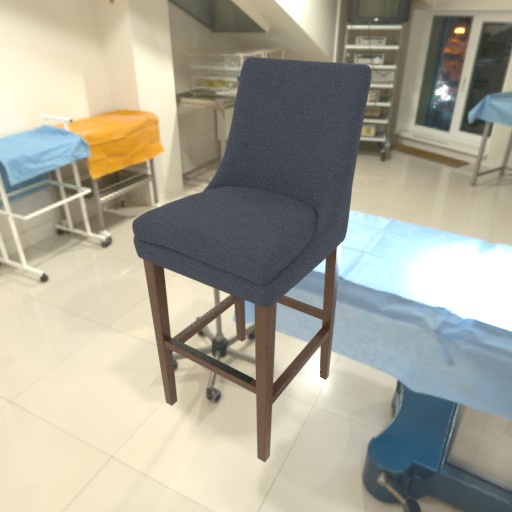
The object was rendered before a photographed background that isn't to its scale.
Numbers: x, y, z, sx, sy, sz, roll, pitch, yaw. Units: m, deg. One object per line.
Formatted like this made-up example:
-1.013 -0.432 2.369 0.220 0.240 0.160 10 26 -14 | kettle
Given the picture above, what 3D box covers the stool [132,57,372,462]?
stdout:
0.000 0.000 1.376 0.470 1.078 0.577 19 34 30 | stool
